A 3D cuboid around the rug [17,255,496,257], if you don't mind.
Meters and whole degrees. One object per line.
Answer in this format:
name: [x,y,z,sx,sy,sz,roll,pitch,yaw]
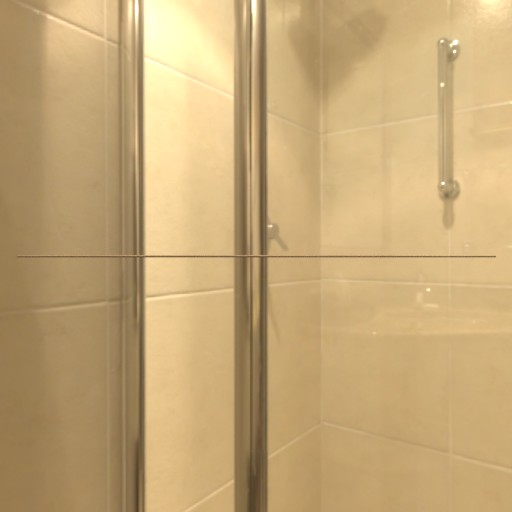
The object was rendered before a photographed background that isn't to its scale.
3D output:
rug: [0.000,0.000,2.308,1.839,0.009,1.236,0,0,-1]
